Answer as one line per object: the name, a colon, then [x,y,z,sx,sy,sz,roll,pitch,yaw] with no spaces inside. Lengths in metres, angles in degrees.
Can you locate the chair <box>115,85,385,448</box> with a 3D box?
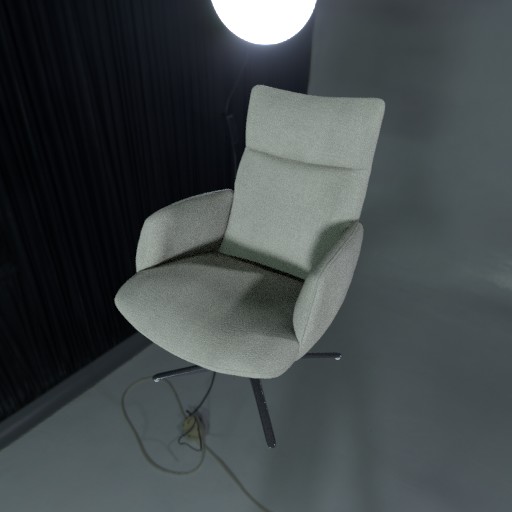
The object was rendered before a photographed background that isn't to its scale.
chair: [0.000,0.000,1.584,0.711,1.016,0.889,19,35,29]
